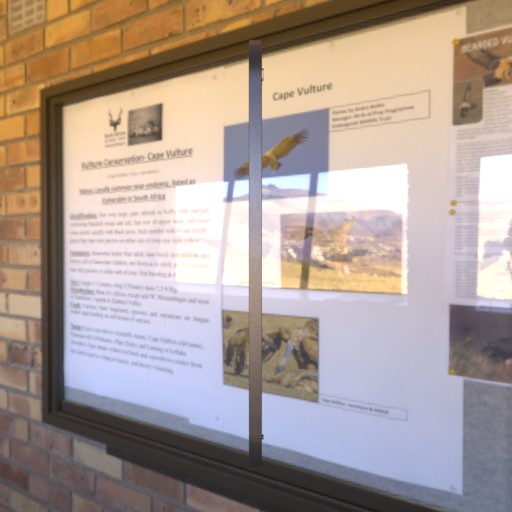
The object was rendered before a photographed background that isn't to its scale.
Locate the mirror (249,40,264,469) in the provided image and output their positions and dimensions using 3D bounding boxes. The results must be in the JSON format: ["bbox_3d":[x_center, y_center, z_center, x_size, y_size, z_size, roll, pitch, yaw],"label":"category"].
[{"bbox_3d":[0.000,0.000,1.052,0.032,0.991,0.222,0,1,0],"label":"mirror"}]
